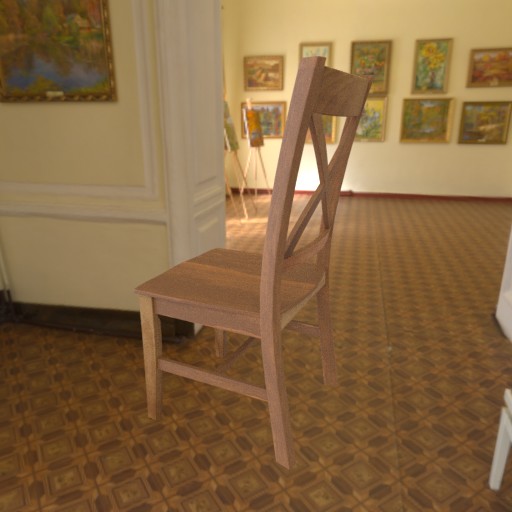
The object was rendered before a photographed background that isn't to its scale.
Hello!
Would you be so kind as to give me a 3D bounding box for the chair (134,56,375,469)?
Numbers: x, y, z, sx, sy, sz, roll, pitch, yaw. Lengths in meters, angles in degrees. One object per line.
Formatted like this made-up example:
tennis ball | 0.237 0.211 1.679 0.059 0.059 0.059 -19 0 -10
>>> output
chair | 0.000 0.000 1.278 0.542 0.983 0.485 8 20 25
